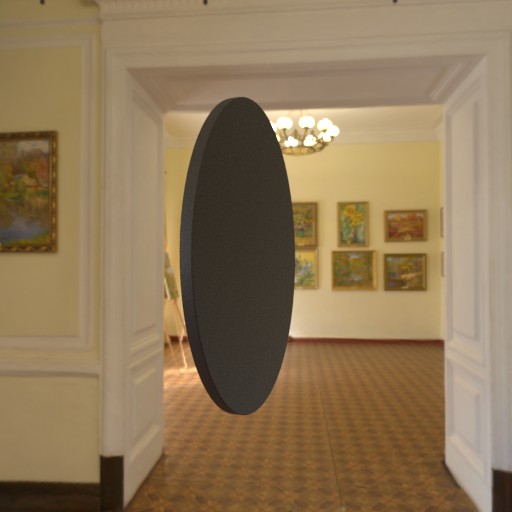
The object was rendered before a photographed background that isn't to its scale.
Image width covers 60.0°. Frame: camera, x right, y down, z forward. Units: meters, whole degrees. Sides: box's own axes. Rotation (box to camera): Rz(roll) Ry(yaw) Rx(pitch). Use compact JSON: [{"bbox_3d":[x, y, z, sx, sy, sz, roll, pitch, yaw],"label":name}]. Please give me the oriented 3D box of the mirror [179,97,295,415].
[{"bbox_3d":[0.000,0.000,1.588,0.036,1.077,1.077,0,-1,18],"label":"mirror"}]
